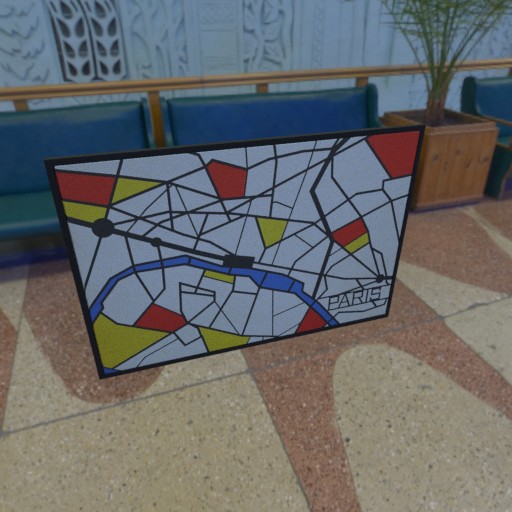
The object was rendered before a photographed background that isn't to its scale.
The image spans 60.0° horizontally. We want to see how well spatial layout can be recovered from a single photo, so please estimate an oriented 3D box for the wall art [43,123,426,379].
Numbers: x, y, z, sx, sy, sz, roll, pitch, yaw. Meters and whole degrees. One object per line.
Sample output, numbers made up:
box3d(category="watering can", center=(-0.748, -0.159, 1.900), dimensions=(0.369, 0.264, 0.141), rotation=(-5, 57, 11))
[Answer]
box3d(category="wall art", center=(0.000, 0.000, 1.254), dimensions=(0.963, 0.665, 0.013), rotation=(-9, 32, -15))
